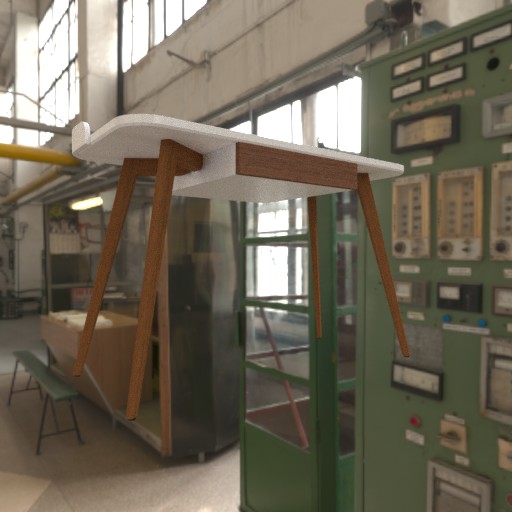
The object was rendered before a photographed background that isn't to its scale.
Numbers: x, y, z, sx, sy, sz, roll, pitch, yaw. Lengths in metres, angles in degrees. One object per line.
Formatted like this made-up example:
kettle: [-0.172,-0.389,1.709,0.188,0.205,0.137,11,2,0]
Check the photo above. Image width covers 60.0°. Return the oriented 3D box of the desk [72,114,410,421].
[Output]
desk: [0.000,0.000,1.633,1.206,0.807,0.534,0,0,-37]
